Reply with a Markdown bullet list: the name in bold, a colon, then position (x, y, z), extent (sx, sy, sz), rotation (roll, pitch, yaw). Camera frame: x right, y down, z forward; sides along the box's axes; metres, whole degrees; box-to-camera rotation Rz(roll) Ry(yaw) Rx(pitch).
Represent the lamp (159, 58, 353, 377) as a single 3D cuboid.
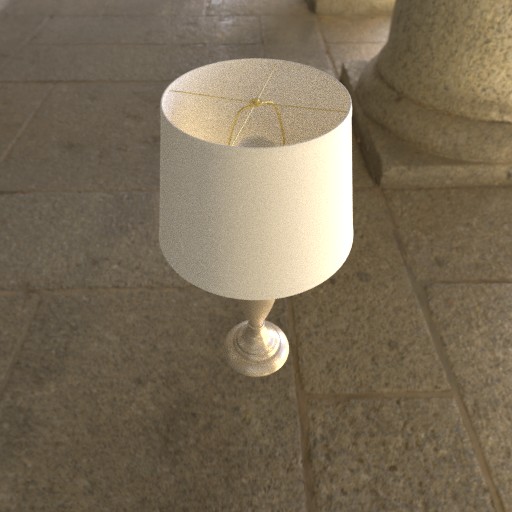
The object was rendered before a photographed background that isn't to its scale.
- **lamp**: position (0.000, 0.000, 0.813), extent (0.328, 0.612, 0.328), rotation (0, 46, 0)
